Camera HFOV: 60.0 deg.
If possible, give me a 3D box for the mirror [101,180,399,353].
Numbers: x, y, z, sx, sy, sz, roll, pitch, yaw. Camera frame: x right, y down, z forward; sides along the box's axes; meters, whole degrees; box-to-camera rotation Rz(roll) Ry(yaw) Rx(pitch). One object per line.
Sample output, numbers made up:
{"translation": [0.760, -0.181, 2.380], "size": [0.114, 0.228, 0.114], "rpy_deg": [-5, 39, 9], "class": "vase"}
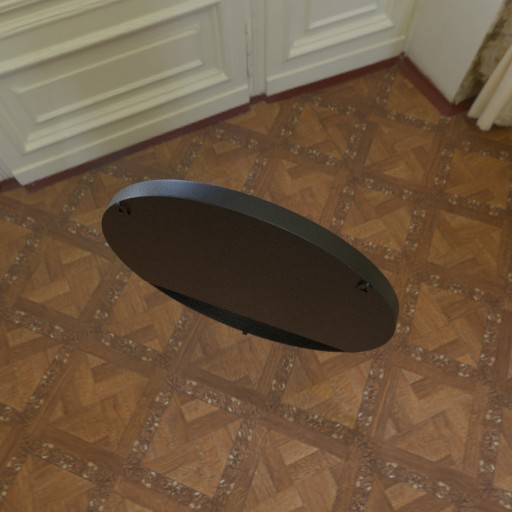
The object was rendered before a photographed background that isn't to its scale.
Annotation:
{"translation": [0.000, 0.000, 0.703], "size": [0.457, 0.457, 0.133], "rpy_deg": [18, 65, 9], "class": "mirror"}
